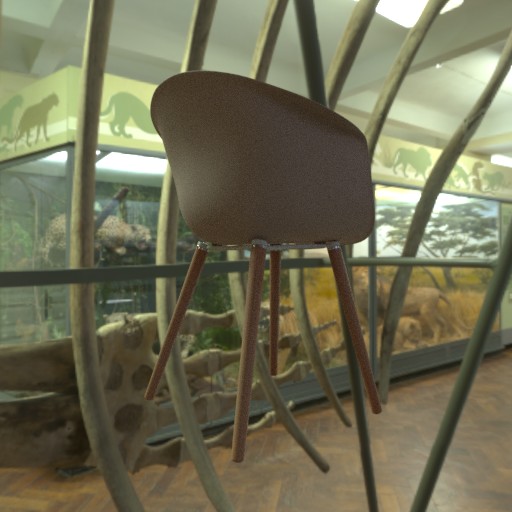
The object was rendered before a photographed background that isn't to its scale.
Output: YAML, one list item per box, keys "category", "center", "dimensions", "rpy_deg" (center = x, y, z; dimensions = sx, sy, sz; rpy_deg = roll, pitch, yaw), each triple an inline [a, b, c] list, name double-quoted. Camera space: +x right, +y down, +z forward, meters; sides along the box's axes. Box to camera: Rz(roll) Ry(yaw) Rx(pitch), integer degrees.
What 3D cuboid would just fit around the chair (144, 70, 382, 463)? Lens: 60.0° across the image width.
- category: "chair"
  center: [0.000, 0.000, 1.133]
  dimensions: [0.504, 0.781, 0.593]
  rpy_deg: [0, 1, -36]
